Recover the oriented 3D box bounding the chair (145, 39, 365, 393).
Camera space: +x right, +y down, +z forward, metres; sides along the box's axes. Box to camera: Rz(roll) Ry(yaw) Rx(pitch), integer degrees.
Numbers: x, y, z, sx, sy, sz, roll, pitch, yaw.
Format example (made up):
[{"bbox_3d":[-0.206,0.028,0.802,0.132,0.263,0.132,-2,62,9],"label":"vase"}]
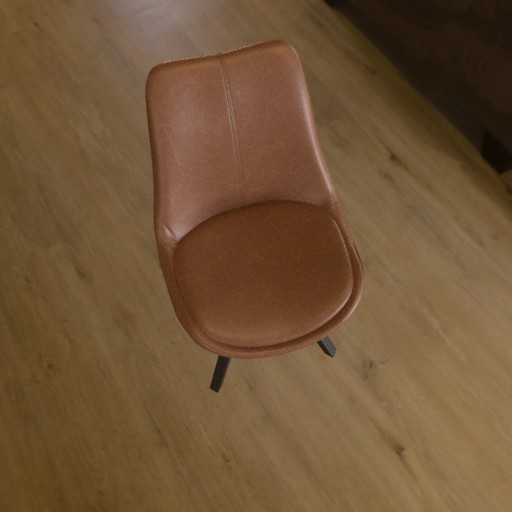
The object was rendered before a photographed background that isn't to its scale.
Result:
[{"bbox_3d":[0.000,0.000,1.158,0.475,0.850,0.550,-15,64,-7],"label":"chair"}]
